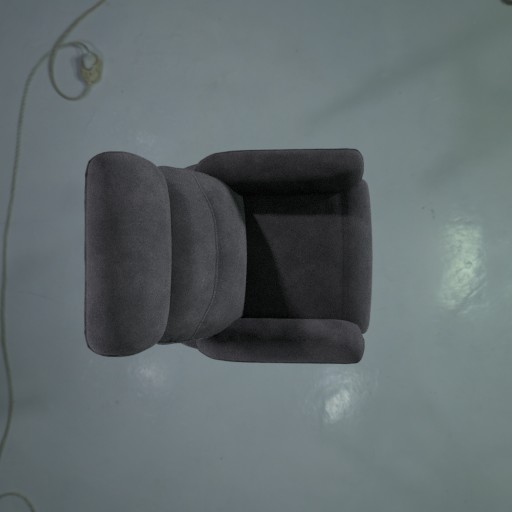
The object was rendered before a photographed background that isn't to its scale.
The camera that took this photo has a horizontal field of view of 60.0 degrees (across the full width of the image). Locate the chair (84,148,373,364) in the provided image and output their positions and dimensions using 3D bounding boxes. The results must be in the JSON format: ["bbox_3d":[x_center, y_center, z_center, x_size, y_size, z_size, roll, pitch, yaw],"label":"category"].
[{"bbox_3d":[0.000,0.000,1.742,1.009,1.035,0.830,0,89,-2],"label":"chair"}]
